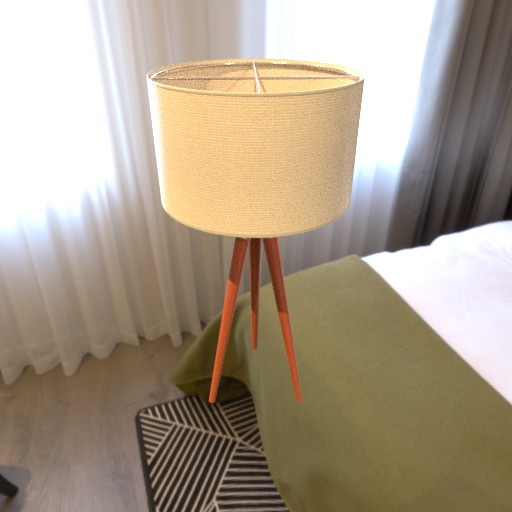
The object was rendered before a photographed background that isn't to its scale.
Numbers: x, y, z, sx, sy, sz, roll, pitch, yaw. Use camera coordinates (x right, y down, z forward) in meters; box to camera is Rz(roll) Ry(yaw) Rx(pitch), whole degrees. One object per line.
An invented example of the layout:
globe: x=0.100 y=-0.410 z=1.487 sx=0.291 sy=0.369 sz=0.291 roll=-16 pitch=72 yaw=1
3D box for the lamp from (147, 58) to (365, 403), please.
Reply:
lamp: x=0.000 y=0.000 z=0.915 sx=0.354 sy=0.709 sz=0.355 roll=22 pitch=37 yaw=33
